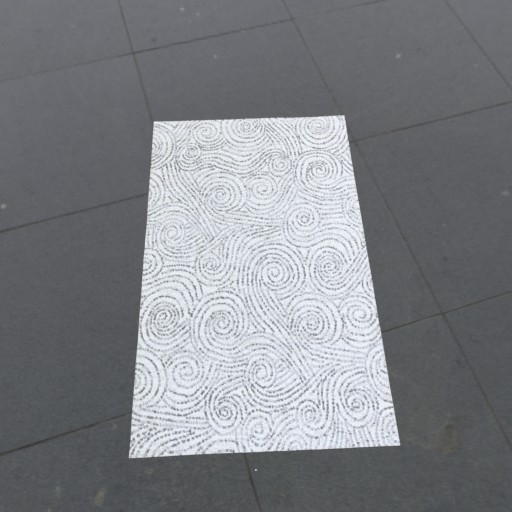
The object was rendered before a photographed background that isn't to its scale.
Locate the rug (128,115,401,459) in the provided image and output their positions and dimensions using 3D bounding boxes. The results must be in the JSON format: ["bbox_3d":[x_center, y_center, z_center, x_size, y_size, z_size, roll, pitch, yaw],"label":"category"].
[{"bbox_3d":[0.000,0.000,3.004,1.524,0.005,2.439,-2,64,-1],"label":"rug"}]
